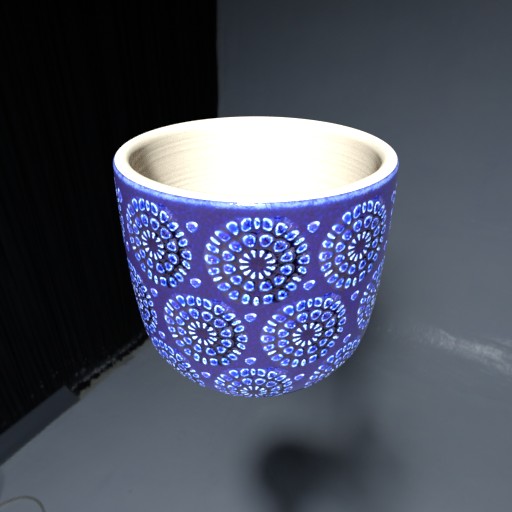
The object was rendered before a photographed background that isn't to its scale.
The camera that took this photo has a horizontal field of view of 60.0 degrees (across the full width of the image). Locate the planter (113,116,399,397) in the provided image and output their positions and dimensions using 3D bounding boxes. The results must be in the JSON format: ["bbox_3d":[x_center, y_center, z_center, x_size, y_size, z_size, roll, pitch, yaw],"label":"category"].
[{"bbox_3d":[0.000,0.000,0.299,0.165,0.149,0.165,0,30,0],"label":"planter"}]
